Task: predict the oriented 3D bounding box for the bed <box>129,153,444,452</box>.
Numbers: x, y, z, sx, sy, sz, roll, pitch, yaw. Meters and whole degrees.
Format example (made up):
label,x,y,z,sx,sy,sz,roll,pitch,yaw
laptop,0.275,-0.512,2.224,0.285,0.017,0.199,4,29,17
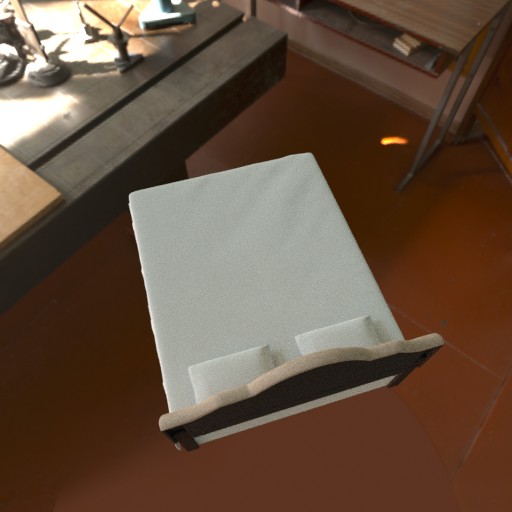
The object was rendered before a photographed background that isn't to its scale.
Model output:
label,x,y,z,sx,sy,sz,roll,pitch,yaw
bed,0.000,0.000,3.004,1.667,1.194,1.970,-14,60,-8
